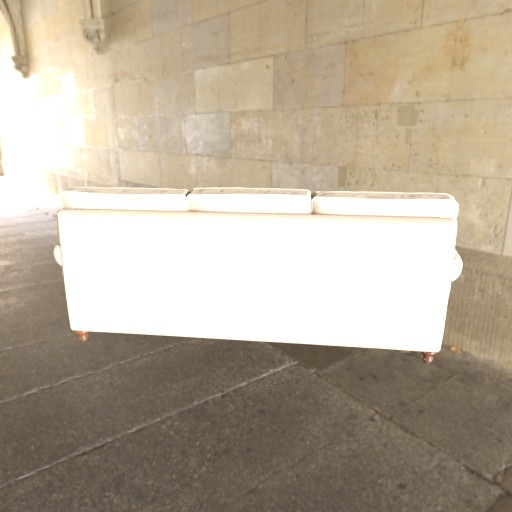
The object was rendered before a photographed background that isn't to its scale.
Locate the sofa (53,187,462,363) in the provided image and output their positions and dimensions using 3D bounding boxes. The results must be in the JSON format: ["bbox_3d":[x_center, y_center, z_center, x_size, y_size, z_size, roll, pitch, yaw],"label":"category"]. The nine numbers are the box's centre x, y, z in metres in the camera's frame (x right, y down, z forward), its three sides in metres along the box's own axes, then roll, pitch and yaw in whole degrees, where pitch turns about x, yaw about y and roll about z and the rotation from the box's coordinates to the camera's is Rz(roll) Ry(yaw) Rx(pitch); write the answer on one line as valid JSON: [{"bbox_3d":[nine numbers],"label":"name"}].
[{"bbox_3d":[0.000,0.000,2.885,2.354,0.948,0.966,2,16,7],"label":"sofa"}]
